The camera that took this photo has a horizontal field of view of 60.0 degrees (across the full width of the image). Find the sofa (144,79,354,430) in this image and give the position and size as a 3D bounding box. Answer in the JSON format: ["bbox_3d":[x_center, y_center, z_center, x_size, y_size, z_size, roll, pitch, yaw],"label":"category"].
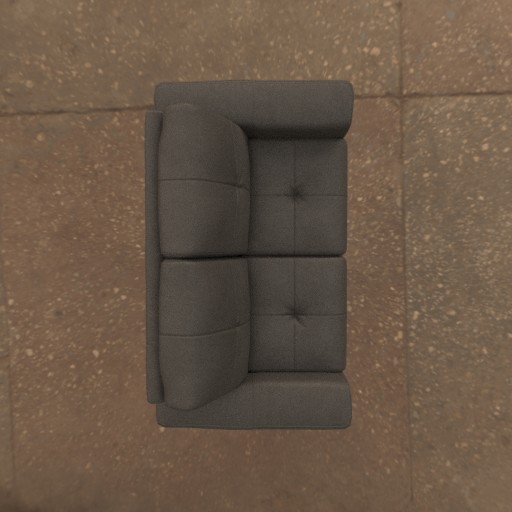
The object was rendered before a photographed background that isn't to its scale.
[{"bbox_3d":[0.000,0.000,2.333,1.018,0.907,1.806,0,91,0],"label":"sofa"}]
